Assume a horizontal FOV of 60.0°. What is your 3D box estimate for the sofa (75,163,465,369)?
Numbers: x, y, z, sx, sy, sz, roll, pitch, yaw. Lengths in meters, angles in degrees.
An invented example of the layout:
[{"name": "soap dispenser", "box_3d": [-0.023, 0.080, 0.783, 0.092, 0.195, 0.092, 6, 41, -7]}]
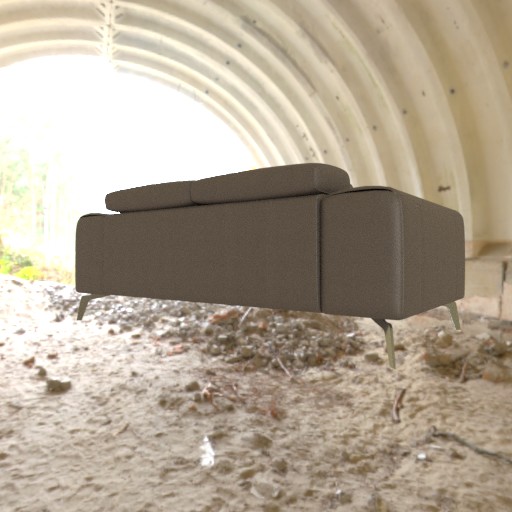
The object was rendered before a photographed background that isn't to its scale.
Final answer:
[{"name": "sofa", "box_3d": [0.000, 0.000, 2.432, 1.930, 0.753, 1.024, 0, 0, 36]}]
